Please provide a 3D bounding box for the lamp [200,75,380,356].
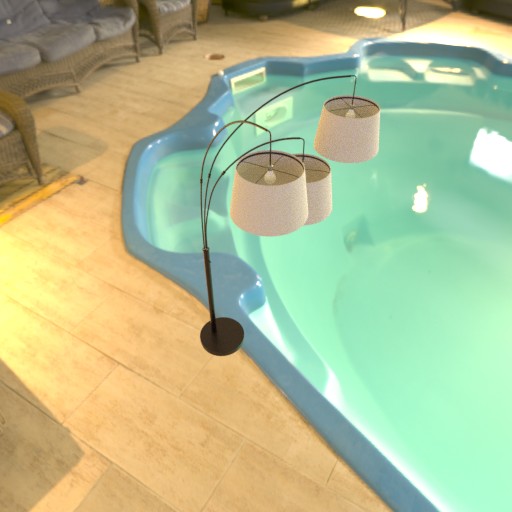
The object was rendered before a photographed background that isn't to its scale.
[{"bbox_3d":[0.000,0.000,2.496,0.924,1.950,0.951,27,49,27],"label":"lamp"}]
